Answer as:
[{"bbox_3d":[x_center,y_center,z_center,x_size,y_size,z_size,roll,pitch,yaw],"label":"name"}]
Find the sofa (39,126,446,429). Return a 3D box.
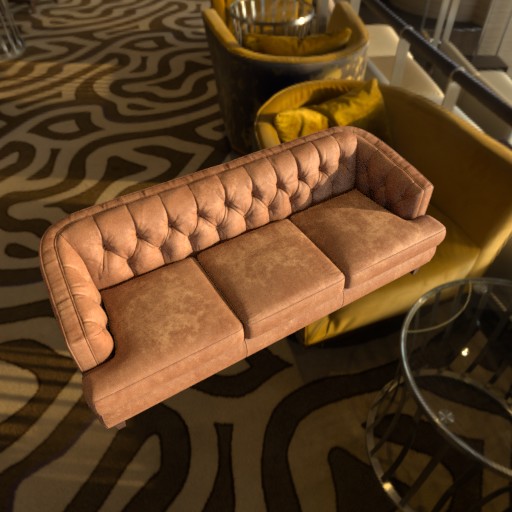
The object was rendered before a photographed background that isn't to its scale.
[{"bbox_3d":[0.000,0.000,2.637,2.257,0.791,0.922,-23,50,-21],"label":"sofa"}]
